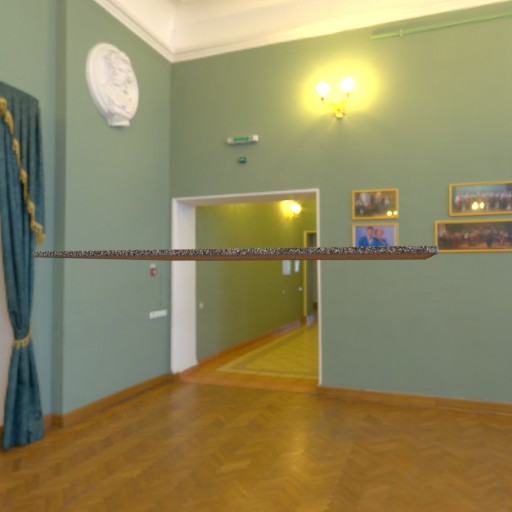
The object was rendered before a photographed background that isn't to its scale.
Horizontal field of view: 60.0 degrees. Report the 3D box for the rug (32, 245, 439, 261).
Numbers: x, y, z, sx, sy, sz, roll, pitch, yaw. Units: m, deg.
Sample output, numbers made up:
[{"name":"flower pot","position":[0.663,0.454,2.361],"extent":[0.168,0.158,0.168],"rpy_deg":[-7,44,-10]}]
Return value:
[{"name":"rug","position":[0.000,0.000,2.180],"extent":[1.601,0.025,1.198],"rpy_deg":[0,-1,19]}]
